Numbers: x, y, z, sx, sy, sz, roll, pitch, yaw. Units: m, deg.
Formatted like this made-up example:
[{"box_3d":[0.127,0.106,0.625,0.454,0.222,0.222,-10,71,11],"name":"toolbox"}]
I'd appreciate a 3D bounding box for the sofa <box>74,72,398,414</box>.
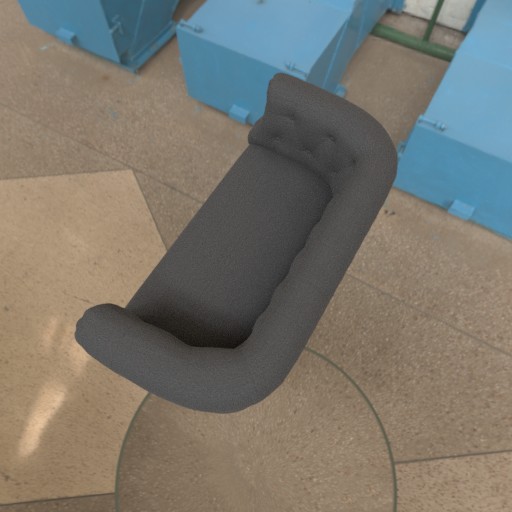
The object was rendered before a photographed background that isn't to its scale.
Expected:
[{"box_3d":[0.000,0.000,2.112,0.835,0.827,1.558,28,67,13],"name":"sofa"}]
